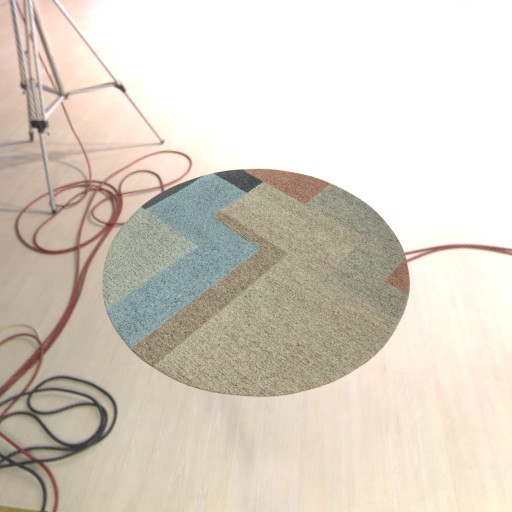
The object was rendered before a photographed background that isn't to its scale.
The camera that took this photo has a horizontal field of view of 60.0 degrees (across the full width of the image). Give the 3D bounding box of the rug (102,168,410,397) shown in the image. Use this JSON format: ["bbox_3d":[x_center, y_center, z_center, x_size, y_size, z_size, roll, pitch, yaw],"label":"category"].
[{"bbox_3d":[0.000,0.000,3.638,2.461,0.033,2.461,0,46,0],"label":"rug"}]
